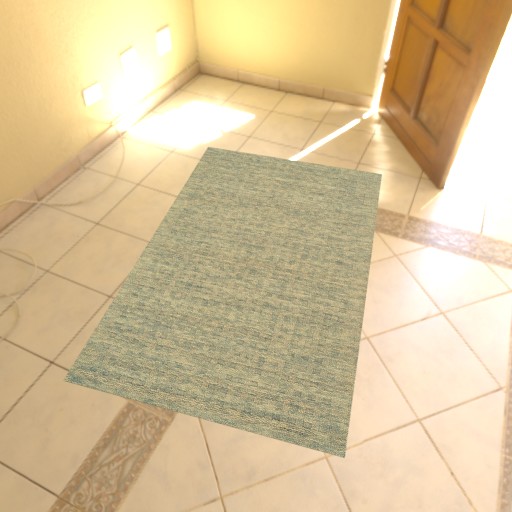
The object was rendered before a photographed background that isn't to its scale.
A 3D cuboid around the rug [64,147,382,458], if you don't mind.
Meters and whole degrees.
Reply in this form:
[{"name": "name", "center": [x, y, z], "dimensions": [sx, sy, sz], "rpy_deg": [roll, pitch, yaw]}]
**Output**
[{"name": "rug", "center": [0.000, 0.000, 2.276], "dimensions": [1.142, 0.006, 1.752], "rpy_deg": [11, 48, 10]}]
